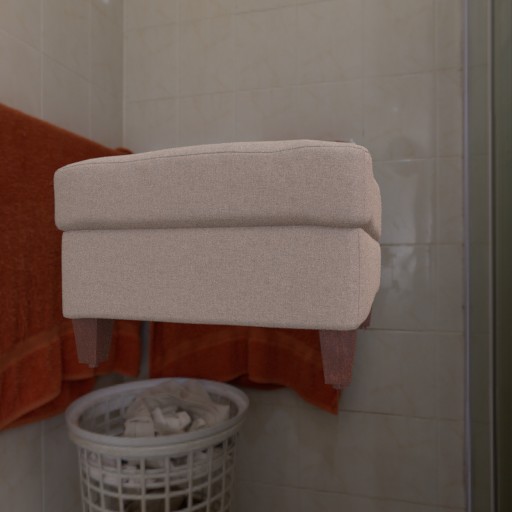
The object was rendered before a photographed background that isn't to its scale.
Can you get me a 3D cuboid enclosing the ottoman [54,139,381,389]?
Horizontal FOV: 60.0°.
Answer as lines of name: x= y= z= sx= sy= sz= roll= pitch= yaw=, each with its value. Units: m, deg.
ottoman: x=0.000 y=0.000 z=1.293 sx=0.692 sy=0.511 sz=0.902 roll=0 pitch=0 yaw=17
